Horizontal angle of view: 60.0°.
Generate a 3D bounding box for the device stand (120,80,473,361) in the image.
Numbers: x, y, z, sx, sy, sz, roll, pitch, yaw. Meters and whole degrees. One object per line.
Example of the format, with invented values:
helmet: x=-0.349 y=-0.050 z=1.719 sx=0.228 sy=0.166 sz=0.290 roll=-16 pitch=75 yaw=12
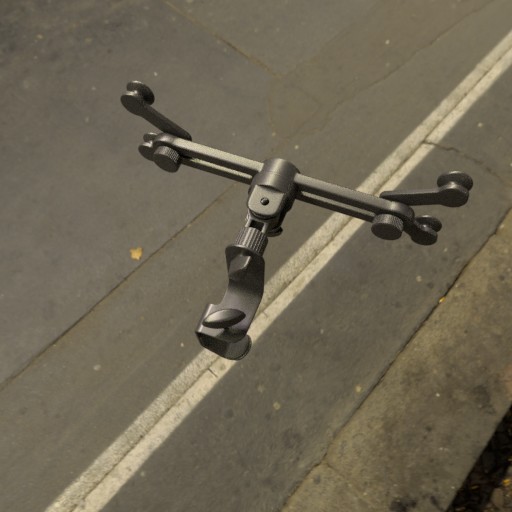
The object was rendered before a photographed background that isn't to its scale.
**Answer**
device stand: x=0.000 y=0.000 z=0.366 sx=0.270 sy=0.166 sz=0.142 roll=18 pitch=65 yaw=9
